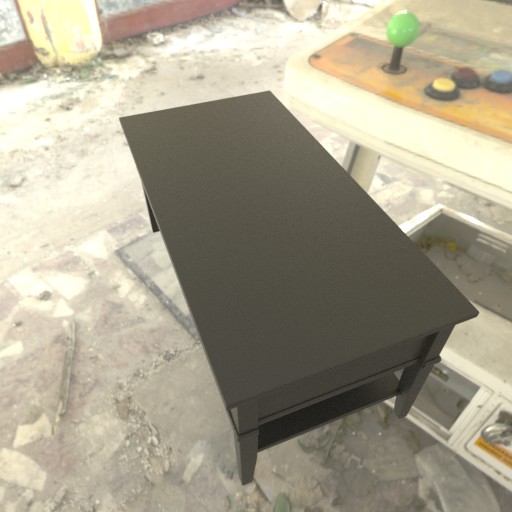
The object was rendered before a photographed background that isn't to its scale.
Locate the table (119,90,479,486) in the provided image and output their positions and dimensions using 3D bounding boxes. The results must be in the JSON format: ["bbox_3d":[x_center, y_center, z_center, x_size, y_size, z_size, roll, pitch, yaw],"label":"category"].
[{"bbox_3d":[0.000,0.000,1.303,0.523,0.470,1.044,-16,47,-15],"label":"table"}]
